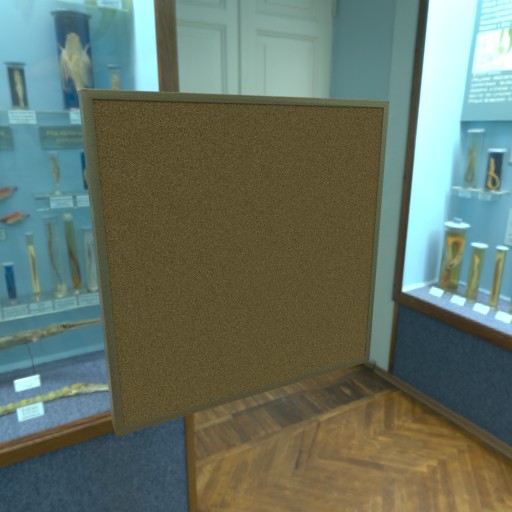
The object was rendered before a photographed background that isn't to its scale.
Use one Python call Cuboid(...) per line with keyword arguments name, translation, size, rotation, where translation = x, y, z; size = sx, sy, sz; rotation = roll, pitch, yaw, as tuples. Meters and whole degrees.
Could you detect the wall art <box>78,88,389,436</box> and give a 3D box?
Cuboid(name="wall art", translation=(0.000, 0.000, 0.744), size=(0.505, 0.505, 0.037), rotation=(-8, 18, -26))
